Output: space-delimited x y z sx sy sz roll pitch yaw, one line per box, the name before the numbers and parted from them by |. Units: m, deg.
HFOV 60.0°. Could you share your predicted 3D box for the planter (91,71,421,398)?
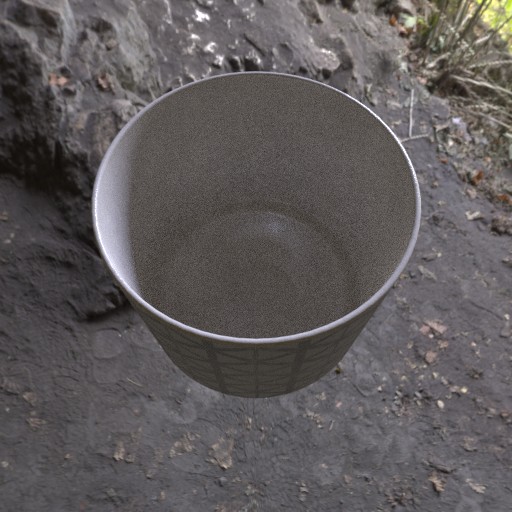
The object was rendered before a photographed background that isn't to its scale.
planter | 0.000 0.000 0.338 0.190 0.181 0.190 0 63 0
